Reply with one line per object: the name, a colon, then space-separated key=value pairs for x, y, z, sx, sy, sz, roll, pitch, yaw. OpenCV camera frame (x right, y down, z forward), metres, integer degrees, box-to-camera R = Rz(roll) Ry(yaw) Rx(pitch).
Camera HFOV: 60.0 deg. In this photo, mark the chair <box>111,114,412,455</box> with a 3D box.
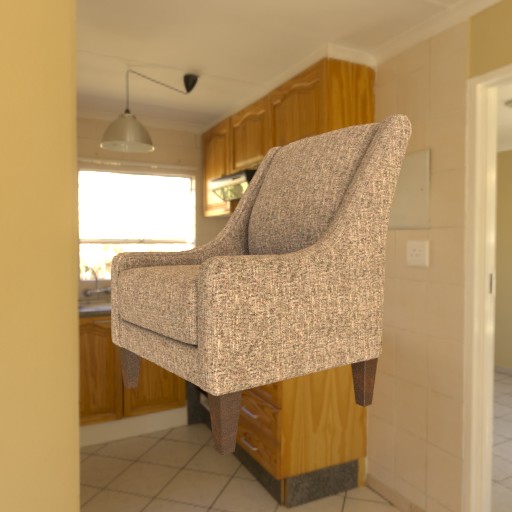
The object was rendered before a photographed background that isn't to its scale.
chair: x=0.000 y=0.000 z=1.647 sx=0.870 sy=1.014 sz=0.774 roll=-1 pitch=2 yaw=-37
